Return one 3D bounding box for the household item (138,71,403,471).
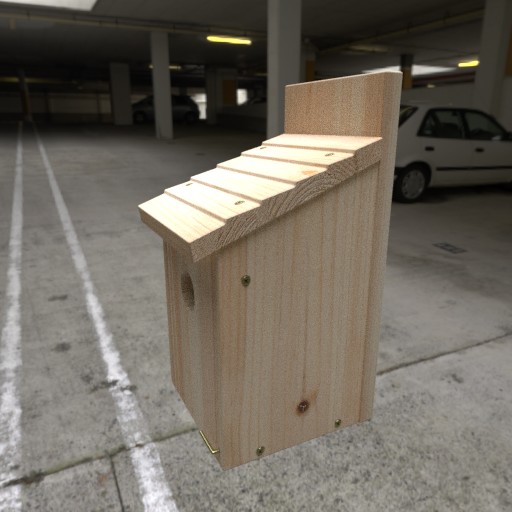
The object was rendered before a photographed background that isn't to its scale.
[{"bbox_3d":[0.000,0.000,0.396,0.171,0.300,0.149,-8,18,-25],"label":"household item"}]
